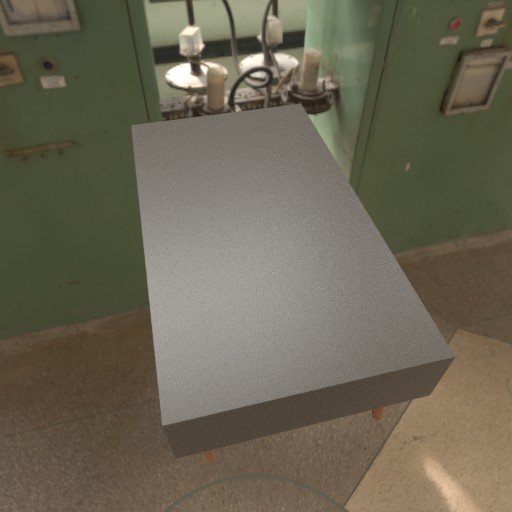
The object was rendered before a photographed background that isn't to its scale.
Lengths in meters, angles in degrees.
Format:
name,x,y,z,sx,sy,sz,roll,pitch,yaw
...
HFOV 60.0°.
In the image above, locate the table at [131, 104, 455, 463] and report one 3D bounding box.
name,x,y,z,sx,sy,sz,roll,pitch,yaw
table,0.000,0.000,1.531,0.703,0.404,1.201,-10,49,-9
